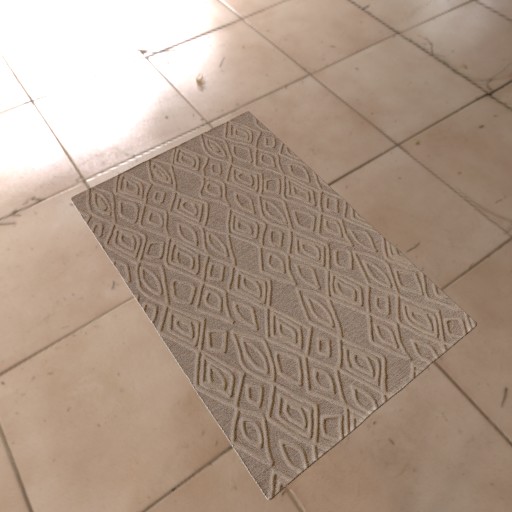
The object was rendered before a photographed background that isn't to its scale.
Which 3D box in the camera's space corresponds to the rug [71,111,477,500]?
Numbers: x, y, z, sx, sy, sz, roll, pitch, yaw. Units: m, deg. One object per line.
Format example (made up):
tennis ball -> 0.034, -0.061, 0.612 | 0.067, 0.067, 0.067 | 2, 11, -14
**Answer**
rug -> 0.000, 0.000, 2.258 | 1.224, 0.016, 1.832 | -32, 63, -18
